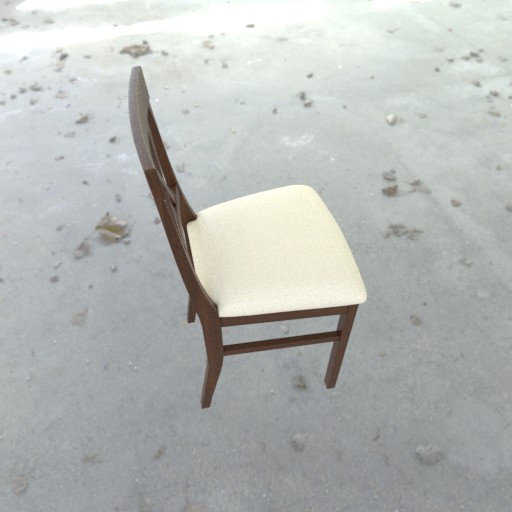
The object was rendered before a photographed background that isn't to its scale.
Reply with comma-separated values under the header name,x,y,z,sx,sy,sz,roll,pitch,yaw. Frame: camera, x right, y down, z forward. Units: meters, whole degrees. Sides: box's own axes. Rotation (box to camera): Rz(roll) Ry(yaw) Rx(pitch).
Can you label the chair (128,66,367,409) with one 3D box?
name,x,y,z,sx,sy,sz,roll,pitch,yaw
chair,0.000,0.000,1.184,0.480,0.913,0.440,-10,48,-9
